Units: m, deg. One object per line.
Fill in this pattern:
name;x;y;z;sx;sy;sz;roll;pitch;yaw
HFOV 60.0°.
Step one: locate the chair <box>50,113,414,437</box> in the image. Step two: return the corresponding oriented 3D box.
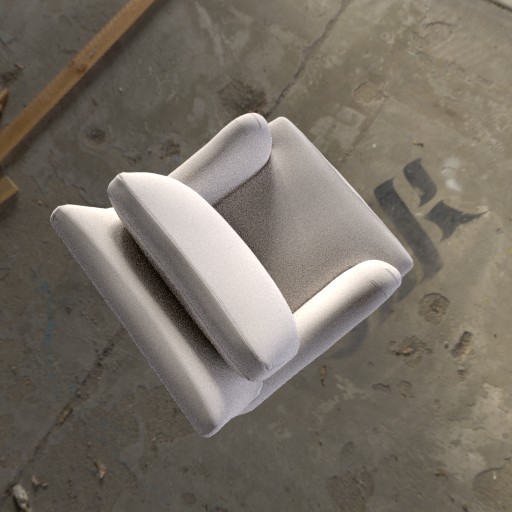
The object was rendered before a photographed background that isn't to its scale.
chair;0.000;0.000;1.892;1.070;1.038;0.955;-37;79;-9
